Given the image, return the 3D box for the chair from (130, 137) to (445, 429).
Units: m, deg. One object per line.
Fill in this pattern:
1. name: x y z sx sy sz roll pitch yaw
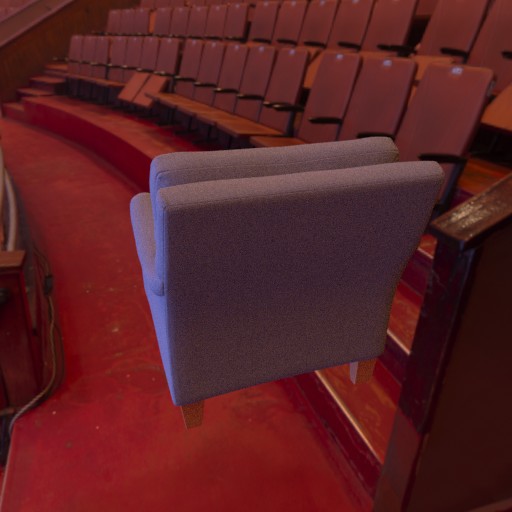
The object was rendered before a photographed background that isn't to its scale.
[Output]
1. chair: 0.000 0.000 1.863 0.955 1.038 1.070 -9 28 -17
